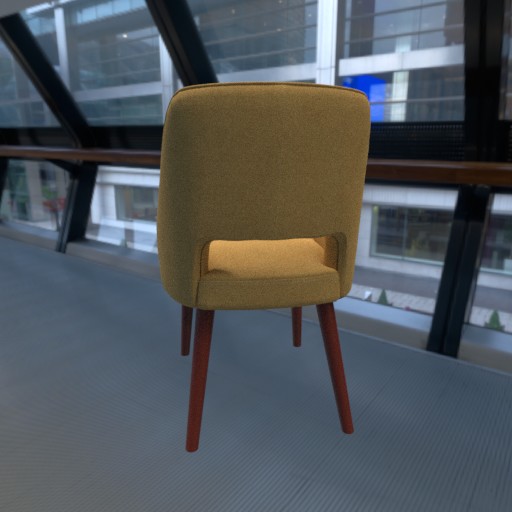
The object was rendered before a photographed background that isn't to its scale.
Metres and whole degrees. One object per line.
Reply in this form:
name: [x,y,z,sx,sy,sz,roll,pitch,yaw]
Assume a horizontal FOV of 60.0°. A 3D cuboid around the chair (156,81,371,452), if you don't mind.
chair: [0.000,0.000,1.255,0.548,0.849,0.605,-2,14,-10]
